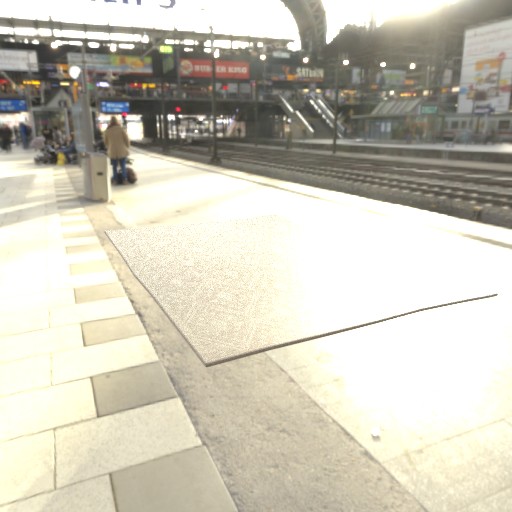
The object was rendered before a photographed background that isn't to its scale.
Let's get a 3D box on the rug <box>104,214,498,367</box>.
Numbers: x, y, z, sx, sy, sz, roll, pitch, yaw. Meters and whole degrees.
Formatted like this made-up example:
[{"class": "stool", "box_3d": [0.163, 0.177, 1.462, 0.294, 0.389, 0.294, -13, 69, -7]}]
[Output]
[{"class": "rug", "box_3d": [0.000, 0.000, 2.284, 1.252, 0.034, 1.829, -8, 18, -26]}]
